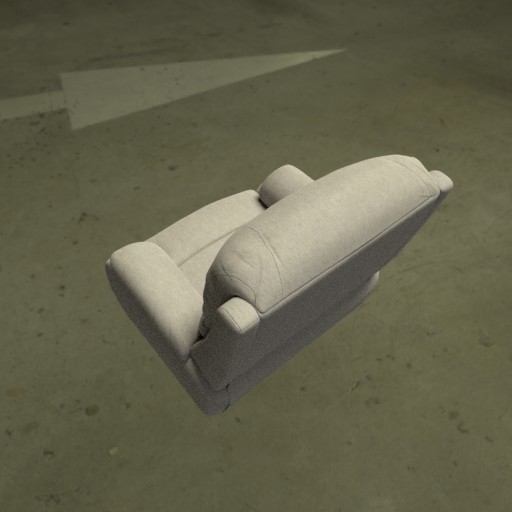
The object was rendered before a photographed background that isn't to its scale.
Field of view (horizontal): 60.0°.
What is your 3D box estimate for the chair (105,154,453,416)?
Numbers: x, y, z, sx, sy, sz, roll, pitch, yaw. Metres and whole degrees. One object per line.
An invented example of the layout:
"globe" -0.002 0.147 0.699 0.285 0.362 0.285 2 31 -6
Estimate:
"chair" 0.000 0.000 1.699 0.930 1.011 0.899 -31 54 -26
